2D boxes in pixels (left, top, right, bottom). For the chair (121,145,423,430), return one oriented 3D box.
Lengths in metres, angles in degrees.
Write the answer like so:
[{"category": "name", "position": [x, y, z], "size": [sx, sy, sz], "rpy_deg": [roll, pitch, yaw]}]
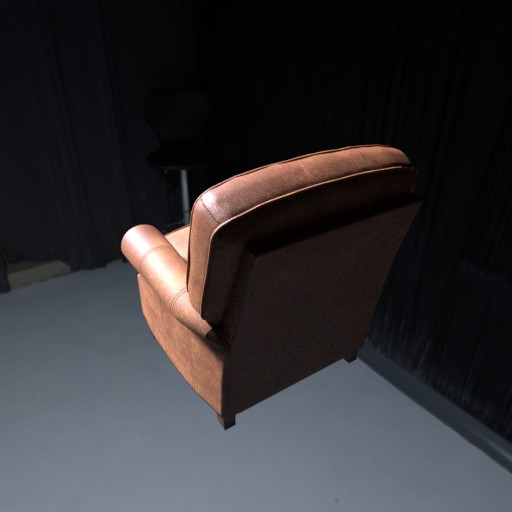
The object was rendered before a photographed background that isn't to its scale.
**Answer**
[{"category": "chair", "position": [0.000, 0.000, 1.823], "size": [0.936, 1.018, 0.986], "rpy_deg": [-18, 35, -29]}]
